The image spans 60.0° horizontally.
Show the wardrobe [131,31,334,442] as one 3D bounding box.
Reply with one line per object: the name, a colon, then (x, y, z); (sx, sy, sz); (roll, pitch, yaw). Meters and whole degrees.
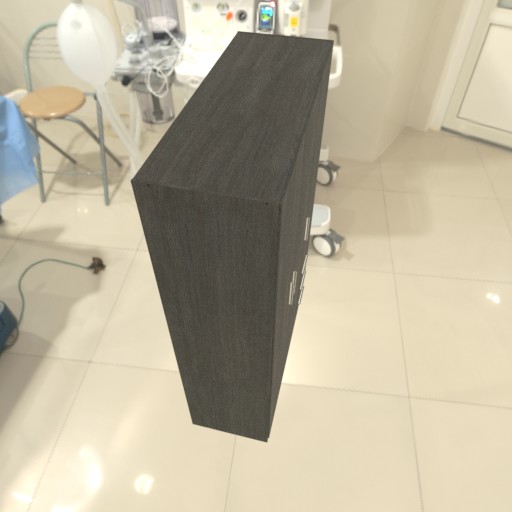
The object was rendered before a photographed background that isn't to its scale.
wardrobe: (0.000, 0.000, 2.502); (0.510, 1.910, 1.290); (10, 48, 9)
